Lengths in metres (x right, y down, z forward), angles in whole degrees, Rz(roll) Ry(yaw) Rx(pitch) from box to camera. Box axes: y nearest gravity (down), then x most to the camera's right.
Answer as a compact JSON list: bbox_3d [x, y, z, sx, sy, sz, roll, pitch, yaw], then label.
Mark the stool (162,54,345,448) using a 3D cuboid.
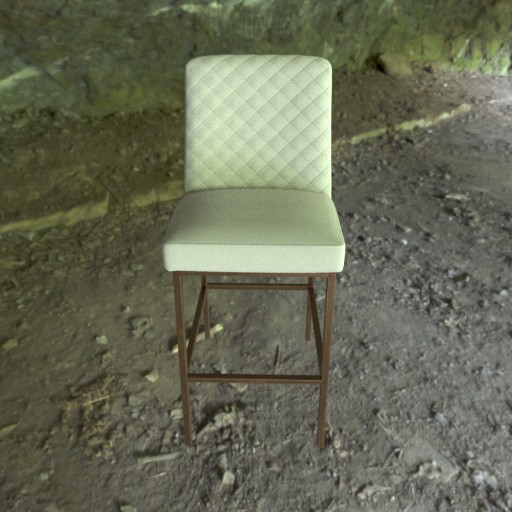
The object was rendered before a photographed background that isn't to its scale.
[{"bbox_3d":[0.000,0.000,1.362,0.462,1.084,0.546,1,30,1],"label":"stool"}]
